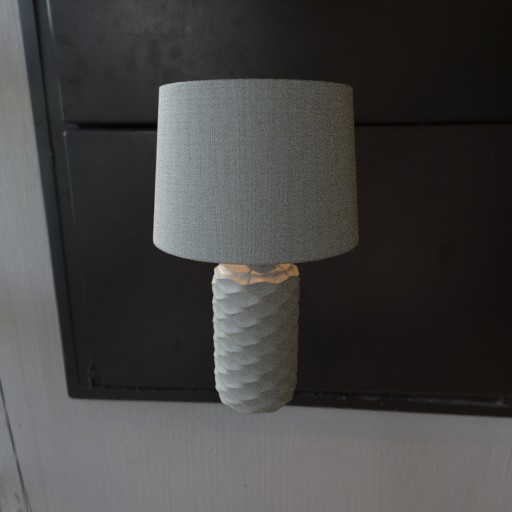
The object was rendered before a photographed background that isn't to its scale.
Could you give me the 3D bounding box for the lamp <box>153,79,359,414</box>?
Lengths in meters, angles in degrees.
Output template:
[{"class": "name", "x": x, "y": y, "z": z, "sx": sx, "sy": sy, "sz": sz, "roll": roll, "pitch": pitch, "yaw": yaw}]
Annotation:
[{"class": "lamp", "x": 0.000, "y": 0.000, "z": 0.841, "sx": 0.376, "sy": 0.594, "sz": 0.376, "roll": 0, "pitch": 16, "yaw": 0}]
